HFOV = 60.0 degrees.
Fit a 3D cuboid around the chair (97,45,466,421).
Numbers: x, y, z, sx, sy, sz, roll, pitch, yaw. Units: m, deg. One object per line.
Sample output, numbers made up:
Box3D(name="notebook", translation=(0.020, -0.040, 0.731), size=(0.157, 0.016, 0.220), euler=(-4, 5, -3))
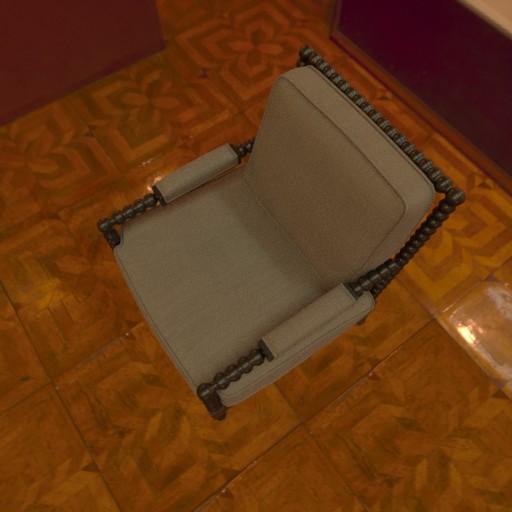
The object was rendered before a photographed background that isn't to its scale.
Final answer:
Box3D(name="chair", translation=(0.000, 0.000, 1.117), size=(0.622, 0.661, 0.540), euler=(-31, 68, -14))
